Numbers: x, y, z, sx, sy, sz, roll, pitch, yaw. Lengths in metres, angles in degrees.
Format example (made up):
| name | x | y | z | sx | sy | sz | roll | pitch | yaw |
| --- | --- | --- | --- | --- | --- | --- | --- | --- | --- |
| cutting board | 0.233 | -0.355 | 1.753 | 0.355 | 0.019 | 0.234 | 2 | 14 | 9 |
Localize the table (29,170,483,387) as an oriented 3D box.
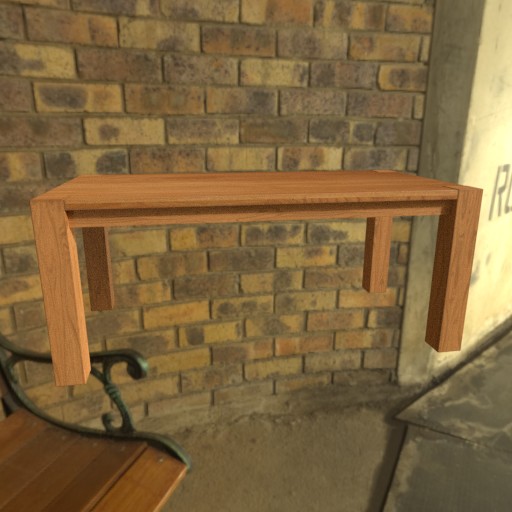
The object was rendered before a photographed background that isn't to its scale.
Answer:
| name | x | y | z | sx | sy | sz | roll | pitch | yaw |
| --- | --- | --- | --- | --- | --- | --- | --- | --- | --- |
| table | 0.000 | 0.000 | 2.260 | 1.800 | 0.760 | 0.900 | -3 | 16 | -9 |
